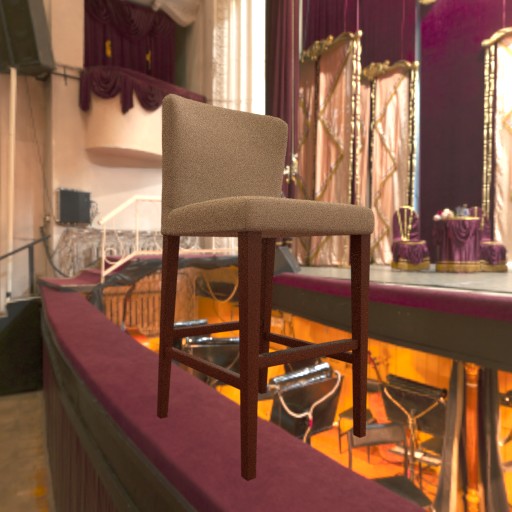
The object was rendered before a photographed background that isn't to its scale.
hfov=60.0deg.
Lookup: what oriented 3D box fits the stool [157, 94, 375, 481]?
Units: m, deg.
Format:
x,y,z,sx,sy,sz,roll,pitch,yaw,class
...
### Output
x,y,z,sx,sy,sz,roll,pitch,yaw,class
0.000,0.000,1.386,0.481,1.069,0.568,-1,1,-36,stool
